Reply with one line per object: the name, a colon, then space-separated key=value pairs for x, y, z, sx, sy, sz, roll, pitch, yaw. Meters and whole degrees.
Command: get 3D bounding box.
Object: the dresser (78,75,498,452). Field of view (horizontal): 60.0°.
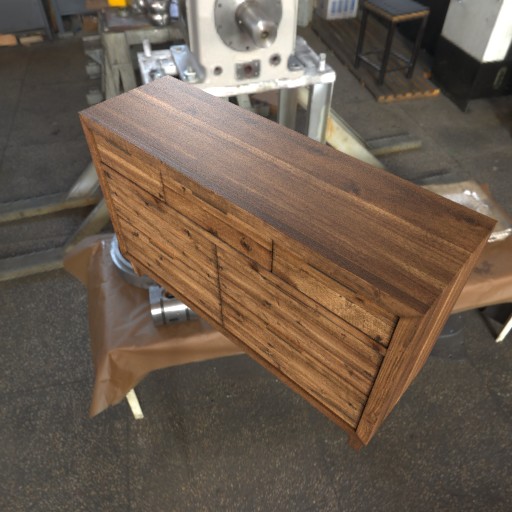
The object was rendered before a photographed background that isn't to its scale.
dresser: x=0.000 y=0.000 z=1.740 sx=1.387 sy=0.892 sz=0.438 roll=33 pitch=54 yaw=28
